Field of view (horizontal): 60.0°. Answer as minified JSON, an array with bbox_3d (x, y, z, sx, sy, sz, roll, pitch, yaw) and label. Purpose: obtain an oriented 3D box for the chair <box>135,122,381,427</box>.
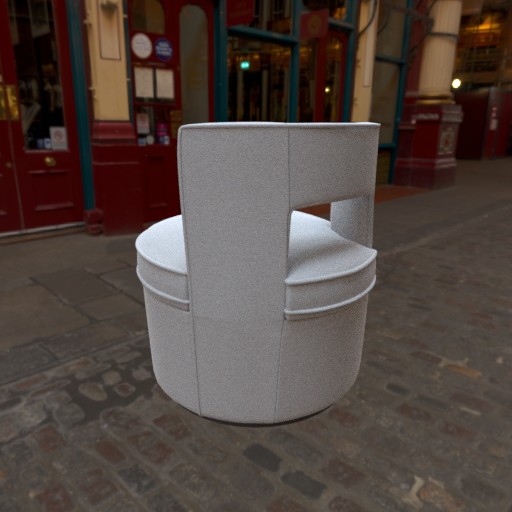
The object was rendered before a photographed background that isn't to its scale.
[{"bbox_3d":[0.000,0.000,1.252,0.650,0.723,0.665,-16,23,-42],"label":"chair"}]
